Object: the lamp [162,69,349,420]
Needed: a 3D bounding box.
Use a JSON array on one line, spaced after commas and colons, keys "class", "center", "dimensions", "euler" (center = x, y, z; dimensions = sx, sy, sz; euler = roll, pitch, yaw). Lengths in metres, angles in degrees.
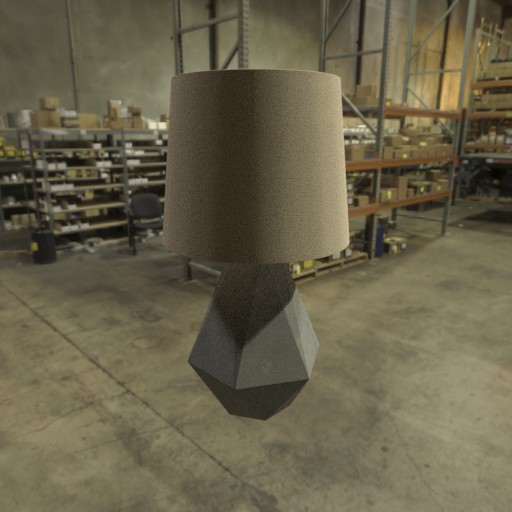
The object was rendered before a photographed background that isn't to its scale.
[{"class": "lamp", "center": [0.000, 0.000, 0.675], "dimensions": [0.276, 0.501, 0.276], "euler": [0, 16, 0]}]
